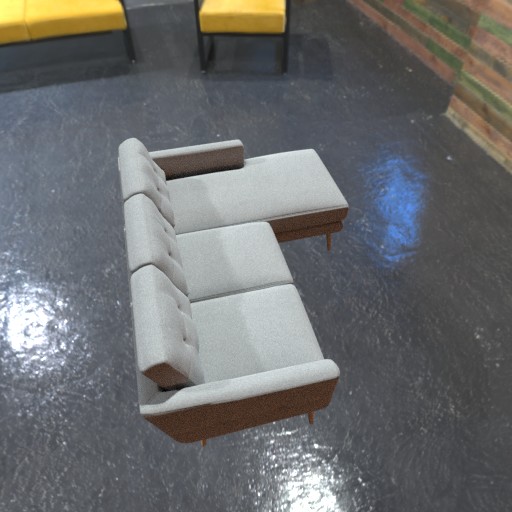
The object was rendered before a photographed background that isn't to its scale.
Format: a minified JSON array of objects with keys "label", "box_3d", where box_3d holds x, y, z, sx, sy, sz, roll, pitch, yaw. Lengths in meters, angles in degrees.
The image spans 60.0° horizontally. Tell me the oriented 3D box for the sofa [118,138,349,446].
[{"label":"sofa","box_3d":[0.000,0.000,2.816,1.530,0.860,2.040,-11,48,-10]}]
